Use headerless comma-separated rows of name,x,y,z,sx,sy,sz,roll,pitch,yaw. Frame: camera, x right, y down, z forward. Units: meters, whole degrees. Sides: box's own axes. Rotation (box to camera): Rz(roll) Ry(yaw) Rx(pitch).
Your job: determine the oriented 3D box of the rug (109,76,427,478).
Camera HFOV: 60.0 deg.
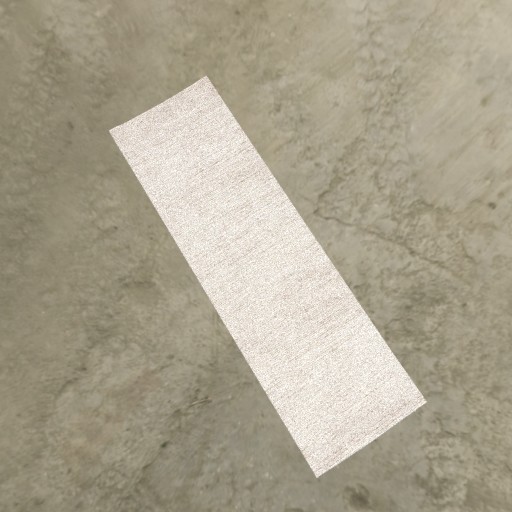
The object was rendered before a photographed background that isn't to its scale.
rug,0.000,0.000,2.561,0.712,0.013,2.346,-31,79,-7
